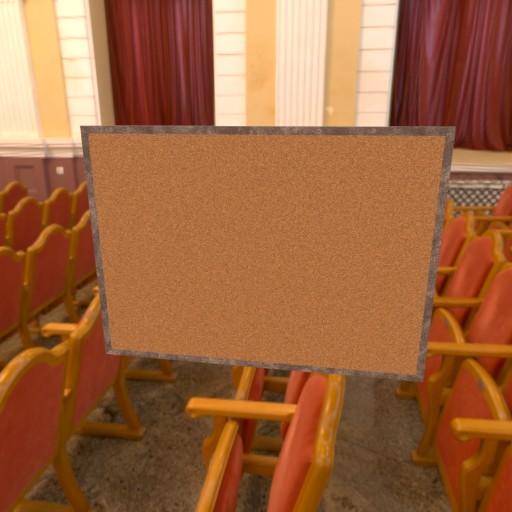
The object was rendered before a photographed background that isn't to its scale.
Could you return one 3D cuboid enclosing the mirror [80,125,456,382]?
[{"bbox_3d":[0.000,0.000,1.414,1.101,0.795,0.022,3,18,9],"label":"mirror"}]
